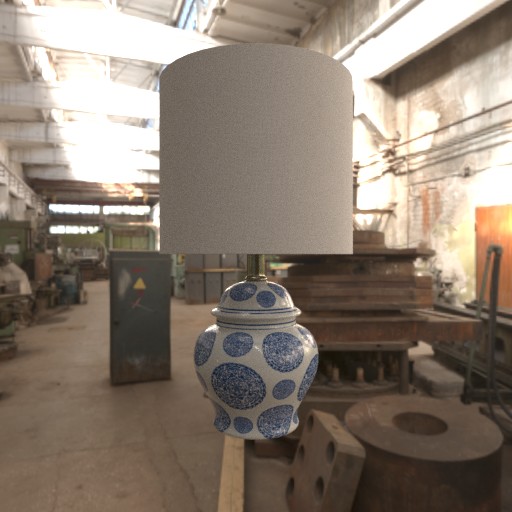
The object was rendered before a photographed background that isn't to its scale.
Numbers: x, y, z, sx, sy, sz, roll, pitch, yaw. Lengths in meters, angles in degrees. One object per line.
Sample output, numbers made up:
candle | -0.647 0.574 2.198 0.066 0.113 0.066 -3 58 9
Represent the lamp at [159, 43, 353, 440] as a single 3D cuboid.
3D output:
lamp | 0.000 0.000 0.503 0.215 0.381 0.215 0 0 -17
